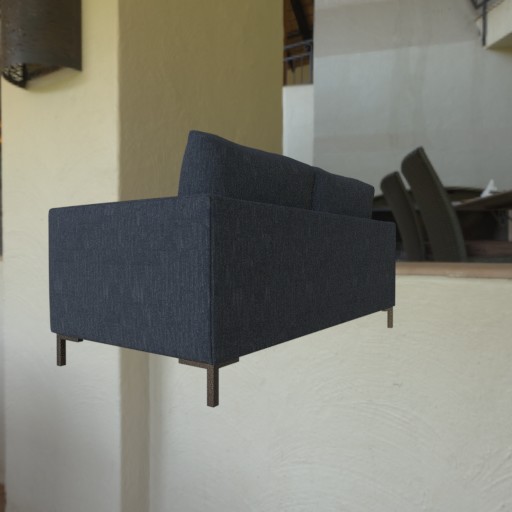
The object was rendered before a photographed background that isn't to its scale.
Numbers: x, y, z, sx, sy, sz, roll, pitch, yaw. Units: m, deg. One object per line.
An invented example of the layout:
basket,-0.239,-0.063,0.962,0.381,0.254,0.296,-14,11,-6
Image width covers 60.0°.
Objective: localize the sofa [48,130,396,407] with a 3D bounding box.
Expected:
sofa,0.000,0.000,2.199,0.866,0.862,1.716,1,1,35
